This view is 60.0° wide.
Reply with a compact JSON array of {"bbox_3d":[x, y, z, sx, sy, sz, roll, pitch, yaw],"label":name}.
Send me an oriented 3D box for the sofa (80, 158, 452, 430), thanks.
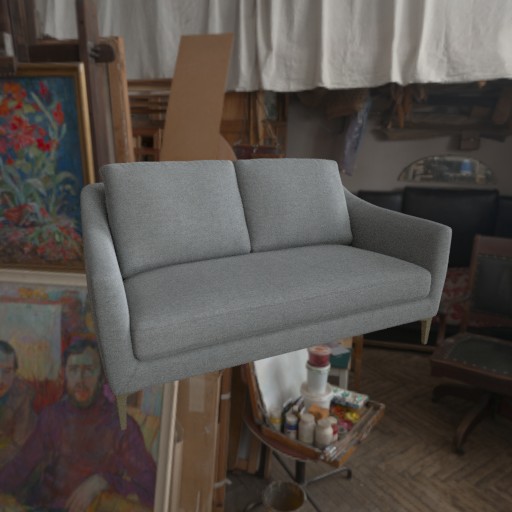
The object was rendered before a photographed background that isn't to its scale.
[{"bbox_3d":[0.000,0.000,2.173,1.619,0.904,0.960,-8,18,-25],"label":"sofa"}]
